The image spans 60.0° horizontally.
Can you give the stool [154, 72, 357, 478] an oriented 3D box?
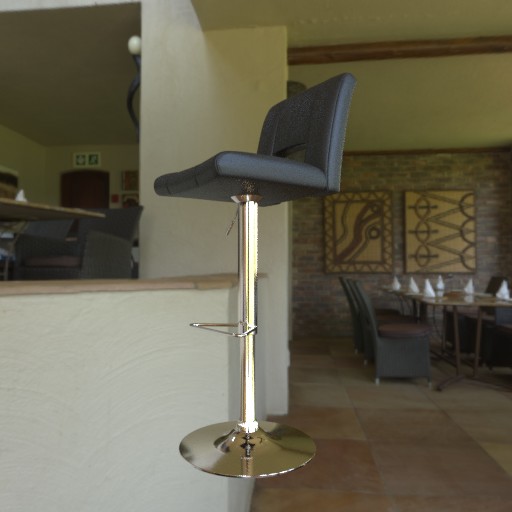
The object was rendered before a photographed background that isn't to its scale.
[{"bbox_3d":[0.000,0.000,1.375,0.520,1.151,0.415,1,-2,-36],"label":"stool"}]
